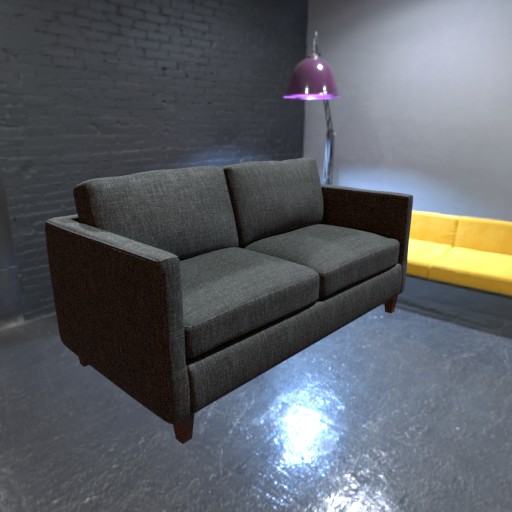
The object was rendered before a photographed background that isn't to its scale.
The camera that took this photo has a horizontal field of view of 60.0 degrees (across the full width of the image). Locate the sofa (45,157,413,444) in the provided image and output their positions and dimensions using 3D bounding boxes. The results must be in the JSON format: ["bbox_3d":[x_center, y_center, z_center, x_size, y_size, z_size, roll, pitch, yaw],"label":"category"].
[{"bbox_3d":[0.000,0.000,2.440,0.950,0.963,1.884,16,23,41],"label":"sofa"}]
